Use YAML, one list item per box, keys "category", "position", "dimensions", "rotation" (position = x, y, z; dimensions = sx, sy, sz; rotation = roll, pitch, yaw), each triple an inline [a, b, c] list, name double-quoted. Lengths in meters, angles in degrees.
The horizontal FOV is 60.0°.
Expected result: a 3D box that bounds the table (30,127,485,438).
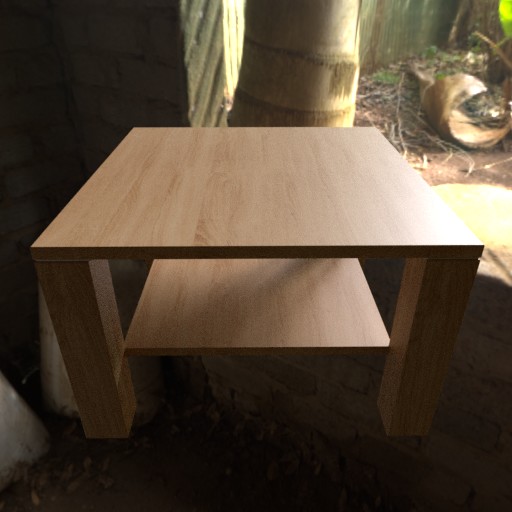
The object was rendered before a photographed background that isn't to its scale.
- category: "table"
  position: [0.000, 0.000, 1.094]
  dimensions: [0.700, 0.450, 0.700]
  rotation: [0, 31, 0]
